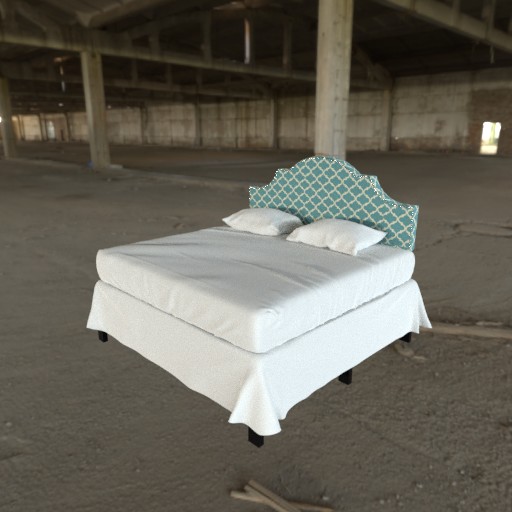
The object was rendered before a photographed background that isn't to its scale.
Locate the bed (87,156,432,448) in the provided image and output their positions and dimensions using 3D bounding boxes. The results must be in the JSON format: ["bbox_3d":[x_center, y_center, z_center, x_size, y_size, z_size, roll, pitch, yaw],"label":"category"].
[{"bbox_3d":[0.000,0.000,3.812,2.314,1.601,2.222,15,22,43],"label":"bed"}]
